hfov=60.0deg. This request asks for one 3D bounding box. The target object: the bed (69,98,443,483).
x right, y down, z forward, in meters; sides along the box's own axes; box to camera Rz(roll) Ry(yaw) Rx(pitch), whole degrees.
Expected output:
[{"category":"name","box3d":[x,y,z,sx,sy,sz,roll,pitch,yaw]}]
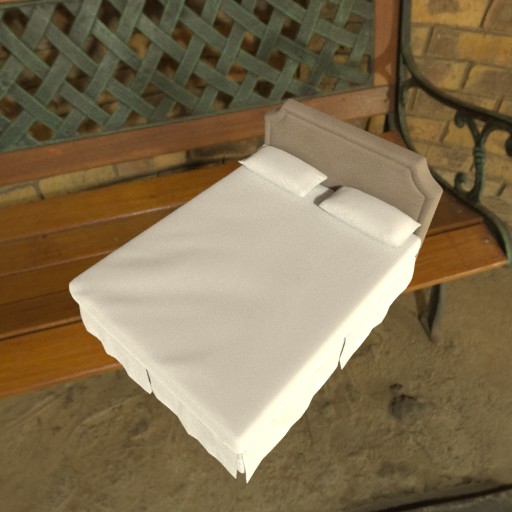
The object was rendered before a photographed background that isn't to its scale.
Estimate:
[{"category":"bed","box3d":[0.000,0.000,3.636,1.977,1.293,2.498,34,56,26]}]
